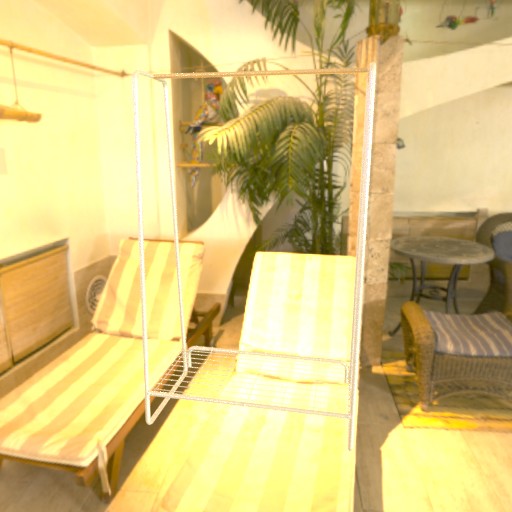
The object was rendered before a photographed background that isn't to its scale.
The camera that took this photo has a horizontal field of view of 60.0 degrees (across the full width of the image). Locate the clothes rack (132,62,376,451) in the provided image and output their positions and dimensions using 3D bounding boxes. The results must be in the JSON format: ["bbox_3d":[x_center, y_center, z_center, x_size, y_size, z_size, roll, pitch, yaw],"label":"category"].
[{"bbox_3d":[0.000,0.000,1.927,0.900,1.500,0.495,3,15,11],"label":"clothes rack"}]
